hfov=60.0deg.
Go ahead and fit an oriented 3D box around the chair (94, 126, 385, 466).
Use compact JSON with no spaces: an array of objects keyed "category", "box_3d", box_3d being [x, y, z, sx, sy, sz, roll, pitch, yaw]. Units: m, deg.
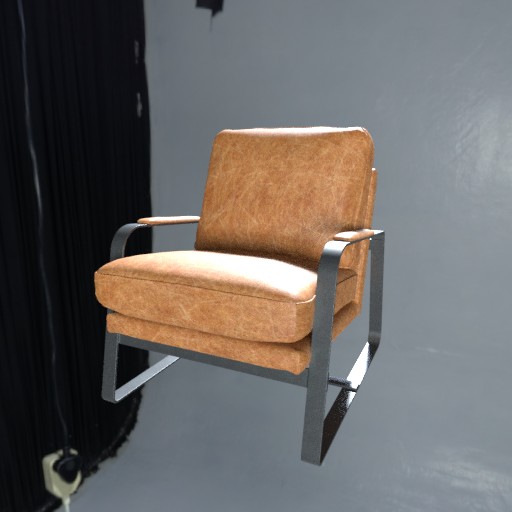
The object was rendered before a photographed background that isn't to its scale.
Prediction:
[{"category":"chair","box_3d":[0.000,0.000,1.349,0.651,0.777,0.801,6,15,25]}]
